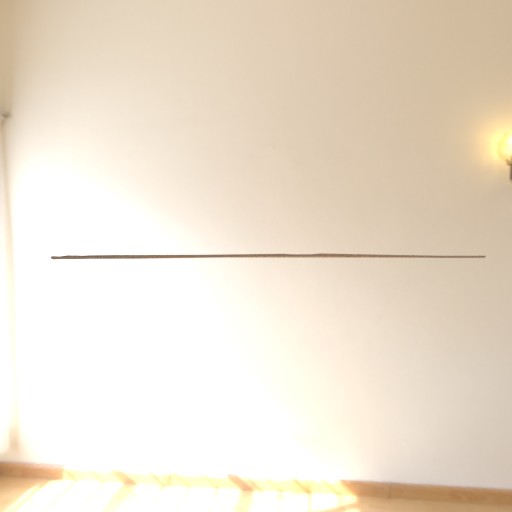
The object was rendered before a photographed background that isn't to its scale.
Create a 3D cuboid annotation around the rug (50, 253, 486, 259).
[{"bbox_3d":[0.000,0.000,2.236,1.792,0.021,1.154,0,0,-19],"label":"rug"}]
